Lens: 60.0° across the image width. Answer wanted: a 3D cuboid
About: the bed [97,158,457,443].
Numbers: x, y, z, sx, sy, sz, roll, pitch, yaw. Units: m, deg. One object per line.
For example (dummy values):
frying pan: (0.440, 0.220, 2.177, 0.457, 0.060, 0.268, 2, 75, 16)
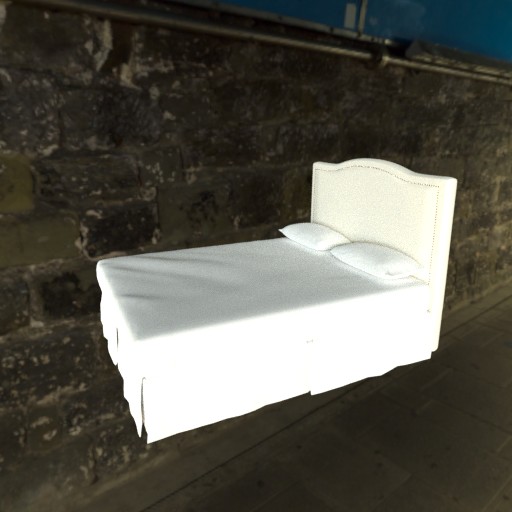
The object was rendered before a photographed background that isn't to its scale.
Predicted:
bed: (0.000, 0.000, 3.486, 2.282, 1.436, 1.821, -7, 18, -24)
